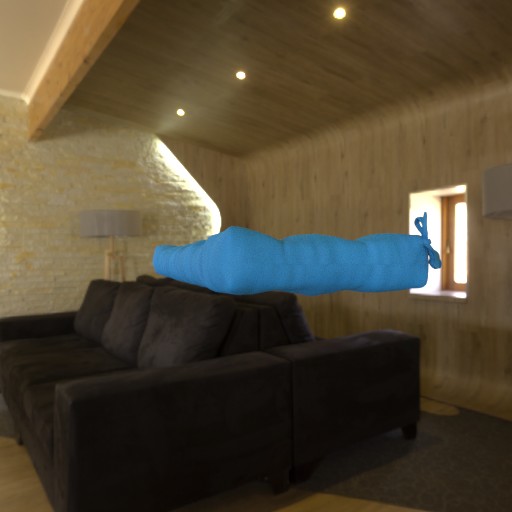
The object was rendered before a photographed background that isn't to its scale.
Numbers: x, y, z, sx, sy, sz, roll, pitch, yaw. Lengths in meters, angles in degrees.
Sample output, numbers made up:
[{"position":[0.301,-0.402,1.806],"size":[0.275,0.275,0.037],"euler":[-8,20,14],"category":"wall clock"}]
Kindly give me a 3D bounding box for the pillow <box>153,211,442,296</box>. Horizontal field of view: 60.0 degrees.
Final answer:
[{"position":[0.000,0.000,1.358],"size":[0.511,0.174,1.194],"euler":[0,-1,-19],"category":"pillow"}]
